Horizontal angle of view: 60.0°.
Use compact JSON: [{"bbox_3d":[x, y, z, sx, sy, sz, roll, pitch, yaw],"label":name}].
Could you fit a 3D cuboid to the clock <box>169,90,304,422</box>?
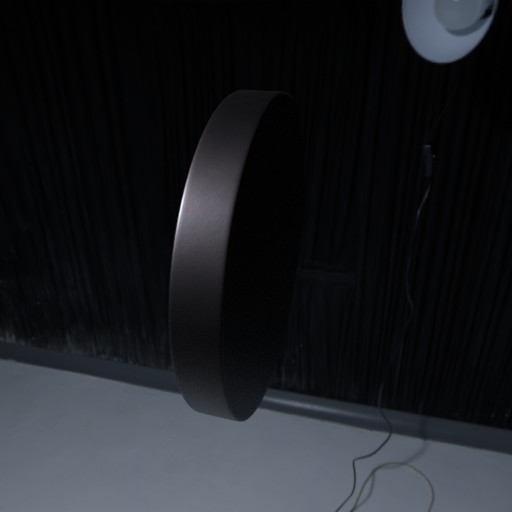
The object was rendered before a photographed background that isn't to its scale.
[{"bbox_3d":[0.000,0.000,0.448,0.040,0.314,0.314,8,29,14],"label":"clock"}]
